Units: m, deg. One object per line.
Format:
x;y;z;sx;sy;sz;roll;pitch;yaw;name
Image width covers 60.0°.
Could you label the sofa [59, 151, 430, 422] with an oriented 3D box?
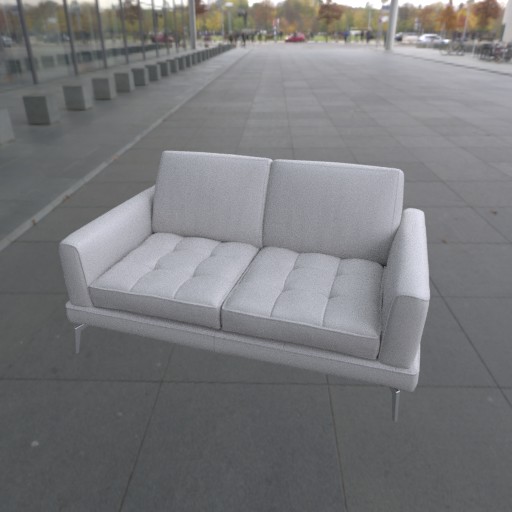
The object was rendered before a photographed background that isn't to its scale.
0.000;0.000;2.479;1.819;0.930;1.121;8;28;15;sofa
